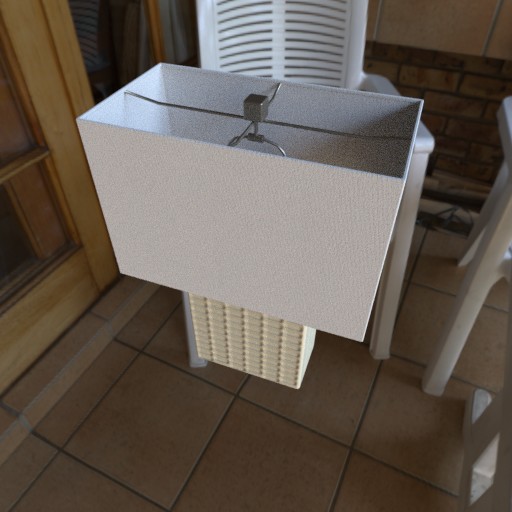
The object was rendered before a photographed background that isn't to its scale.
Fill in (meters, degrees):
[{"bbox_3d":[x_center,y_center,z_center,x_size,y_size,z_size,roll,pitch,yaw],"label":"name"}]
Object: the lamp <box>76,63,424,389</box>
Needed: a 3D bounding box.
[{"bbox_3d":[0.000,0.000,0.707,0.380,0.515,0.200,14,44,15],"label":"lamp"}]
